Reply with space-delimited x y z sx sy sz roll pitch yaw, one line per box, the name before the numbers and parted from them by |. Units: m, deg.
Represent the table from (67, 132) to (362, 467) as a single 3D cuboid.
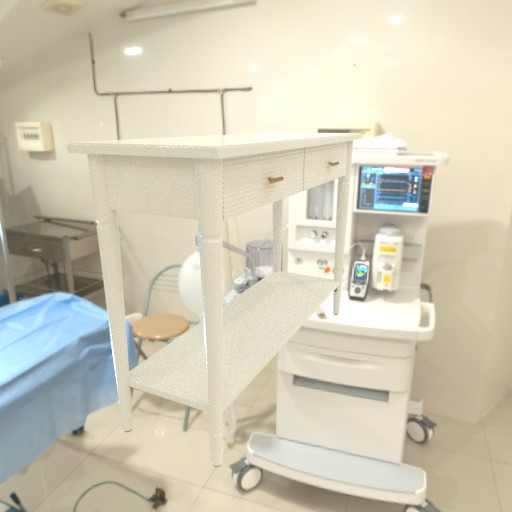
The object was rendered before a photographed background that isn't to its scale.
table | 0.000 0.000 1.439 0.381 0.749 1.067 8 19 25
